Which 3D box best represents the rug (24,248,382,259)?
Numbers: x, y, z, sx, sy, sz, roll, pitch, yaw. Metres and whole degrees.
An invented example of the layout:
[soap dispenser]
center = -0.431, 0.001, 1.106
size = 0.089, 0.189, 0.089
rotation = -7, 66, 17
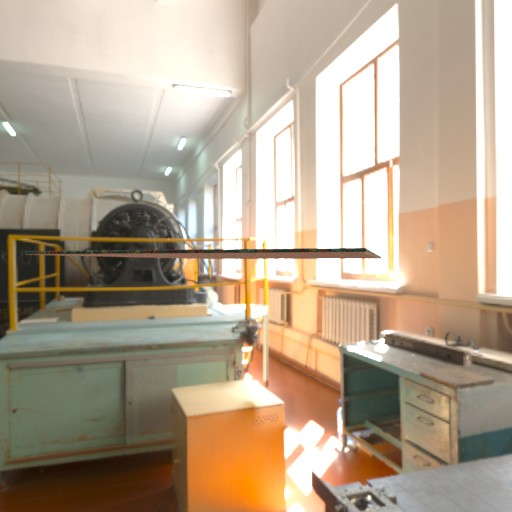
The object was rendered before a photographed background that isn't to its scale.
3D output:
[rug]
center = 0.000, 0.000, 2.893
size = 1.527, 0.016, 2.290
rotation = 0, -1, 17
